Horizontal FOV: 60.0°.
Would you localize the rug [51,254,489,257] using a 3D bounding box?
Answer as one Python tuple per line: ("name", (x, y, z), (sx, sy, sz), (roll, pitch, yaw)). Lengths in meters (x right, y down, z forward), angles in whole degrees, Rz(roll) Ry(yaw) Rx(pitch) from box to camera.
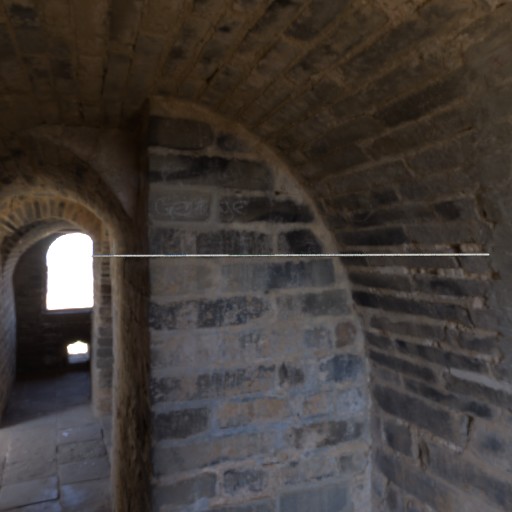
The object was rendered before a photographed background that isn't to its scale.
("rug", (0.000, 0.000, 2.709), (2.437, 0.008, 0.774), (0, -1, 19))
